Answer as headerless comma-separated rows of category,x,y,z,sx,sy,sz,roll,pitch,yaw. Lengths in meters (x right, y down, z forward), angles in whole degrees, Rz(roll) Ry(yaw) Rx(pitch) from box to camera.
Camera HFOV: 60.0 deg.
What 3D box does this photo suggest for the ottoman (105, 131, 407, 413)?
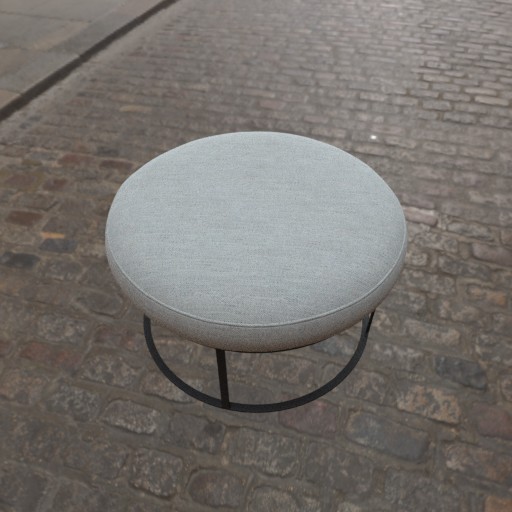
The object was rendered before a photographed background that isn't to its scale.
ottoman,0.000,0.000,1.252,0.769,0.459,0.769,0,44,0
